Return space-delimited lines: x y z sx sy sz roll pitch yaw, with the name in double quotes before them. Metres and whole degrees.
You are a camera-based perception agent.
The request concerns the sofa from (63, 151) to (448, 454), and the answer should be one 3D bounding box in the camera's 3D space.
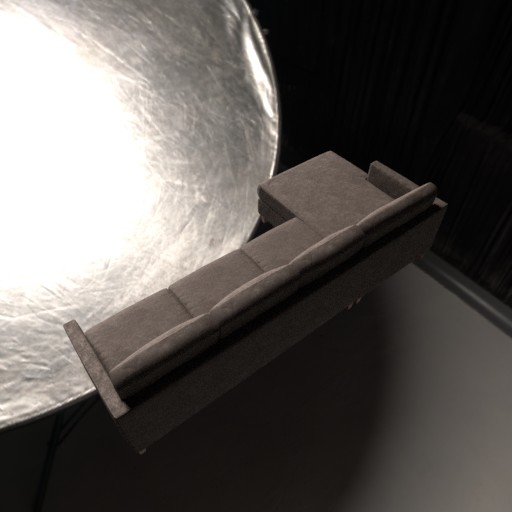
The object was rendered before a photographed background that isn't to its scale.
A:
"sofa" 0.000 0.000 4.142 3.471 0.954 1.606 -29 54 -24
